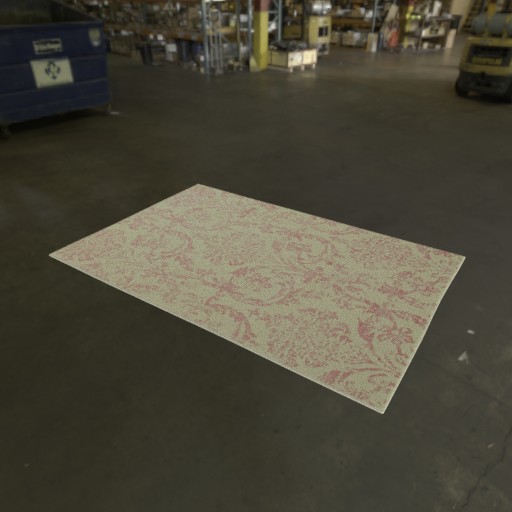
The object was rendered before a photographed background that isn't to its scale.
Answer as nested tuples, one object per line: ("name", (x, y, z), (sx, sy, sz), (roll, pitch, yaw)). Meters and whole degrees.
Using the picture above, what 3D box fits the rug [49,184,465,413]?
("rug", (0.000, 0.000, 2.343), (1.839, 0.012, 1.219), (19, 36, 29))
